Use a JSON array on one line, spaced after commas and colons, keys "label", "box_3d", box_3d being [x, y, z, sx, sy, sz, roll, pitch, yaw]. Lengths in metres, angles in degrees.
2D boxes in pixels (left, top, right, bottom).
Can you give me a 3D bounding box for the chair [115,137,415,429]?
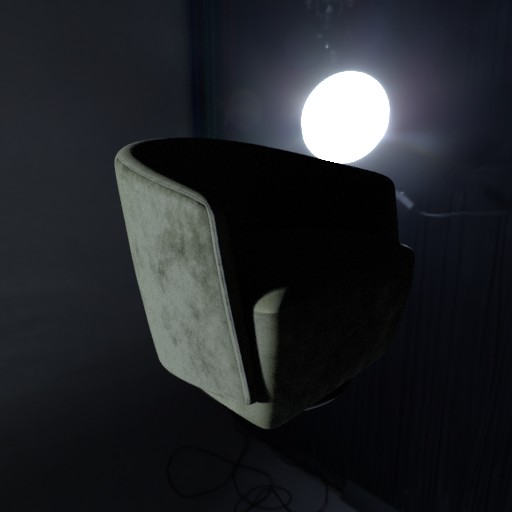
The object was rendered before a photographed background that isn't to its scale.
[{"label": "chair", "box_3d": [0.000, 0.000, 1.352, 0.767, 0.698, 0.773, 14, 20, 42]}]
